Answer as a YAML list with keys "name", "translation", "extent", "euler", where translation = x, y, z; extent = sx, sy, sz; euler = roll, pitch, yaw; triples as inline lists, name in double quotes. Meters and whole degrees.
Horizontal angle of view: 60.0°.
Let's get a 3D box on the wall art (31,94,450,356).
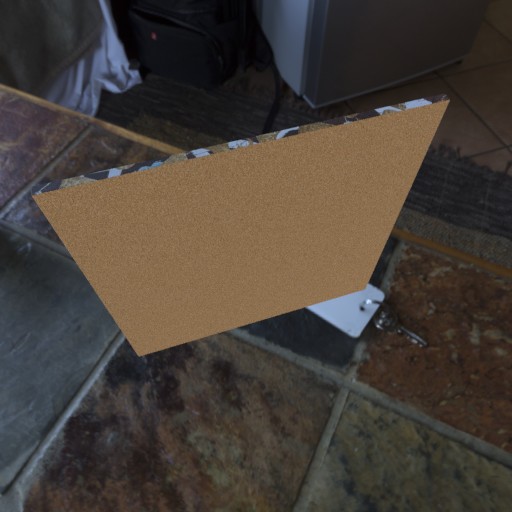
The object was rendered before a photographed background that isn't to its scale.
- name: "wall art"
  translation: [0.000, 0.000, 0.584]
  extent: [0.404, 0.406, 0.010]
  euler: [-15, 59, -9]
